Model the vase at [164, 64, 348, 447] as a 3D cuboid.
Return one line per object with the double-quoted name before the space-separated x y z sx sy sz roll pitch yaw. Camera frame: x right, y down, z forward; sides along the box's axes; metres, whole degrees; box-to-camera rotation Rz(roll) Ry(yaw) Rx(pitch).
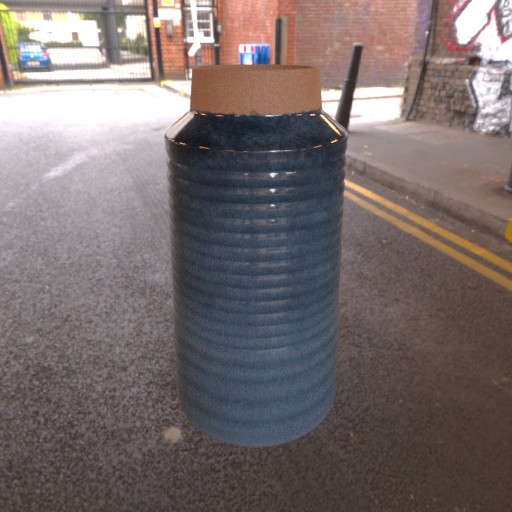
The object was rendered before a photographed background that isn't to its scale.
"vase" 0.000 0.000 0.402 0.163 0.316 0.163 0 25 0
